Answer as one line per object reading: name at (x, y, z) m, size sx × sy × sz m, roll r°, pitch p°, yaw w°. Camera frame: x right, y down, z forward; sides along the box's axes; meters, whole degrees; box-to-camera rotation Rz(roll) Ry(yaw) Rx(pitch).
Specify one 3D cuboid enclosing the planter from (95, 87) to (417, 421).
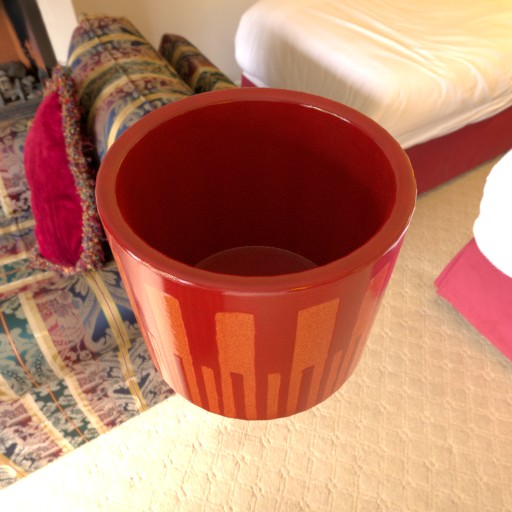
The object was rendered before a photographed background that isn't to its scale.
planter at (0.000, 0.000, 0.397) m, size 0.230 × 0.202 × 0.230 m, roll 0°, pitch 49°, yaw 0°
